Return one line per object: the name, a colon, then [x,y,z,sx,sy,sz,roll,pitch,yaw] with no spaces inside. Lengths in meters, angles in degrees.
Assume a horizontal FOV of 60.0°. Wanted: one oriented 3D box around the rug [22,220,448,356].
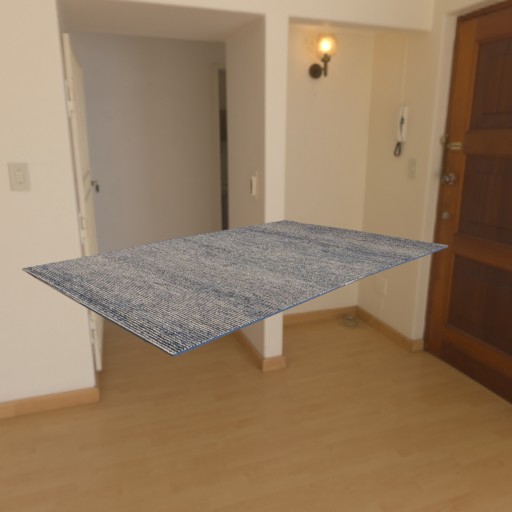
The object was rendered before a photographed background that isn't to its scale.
rug: [0.000,0.000,2.181,1.793,0.025,1.159,-14,20,-43]
